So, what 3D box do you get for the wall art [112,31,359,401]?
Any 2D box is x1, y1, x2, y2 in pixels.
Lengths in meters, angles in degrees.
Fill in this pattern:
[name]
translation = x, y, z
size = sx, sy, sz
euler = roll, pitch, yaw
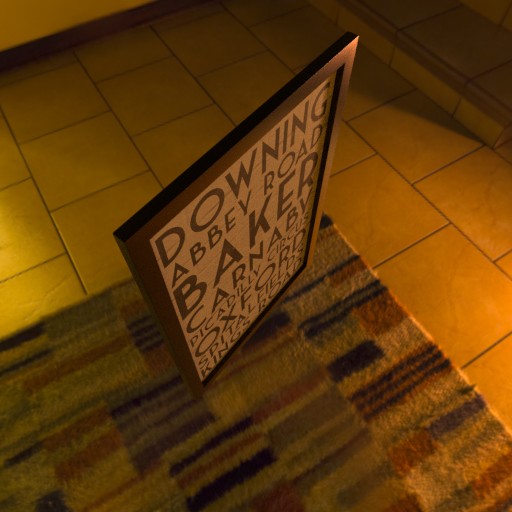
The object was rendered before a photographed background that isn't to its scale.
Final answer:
[wall art]
translation = 0.000, 0.000, 0.548
size = 0.013, 0.432, 0.304
euler = 34, 64, 19
